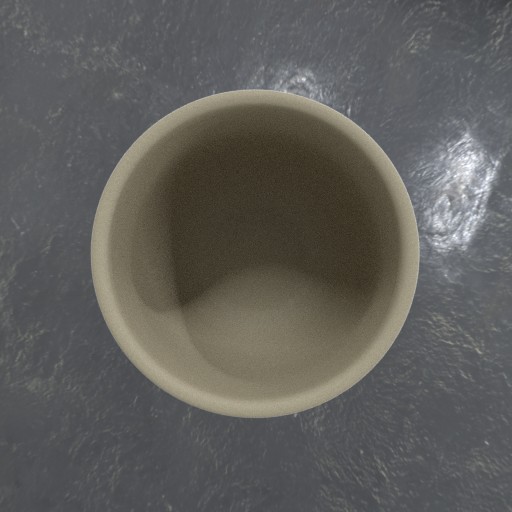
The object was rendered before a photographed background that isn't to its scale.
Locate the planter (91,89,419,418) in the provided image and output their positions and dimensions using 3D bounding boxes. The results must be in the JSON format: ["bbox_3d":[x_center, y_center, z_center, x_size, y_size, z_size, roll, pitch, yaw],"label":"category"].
[{"bbox_3d":[0.000,0.000,0.221,0.124,0.109,0.124,0,88,1],"label":"planter"}]
